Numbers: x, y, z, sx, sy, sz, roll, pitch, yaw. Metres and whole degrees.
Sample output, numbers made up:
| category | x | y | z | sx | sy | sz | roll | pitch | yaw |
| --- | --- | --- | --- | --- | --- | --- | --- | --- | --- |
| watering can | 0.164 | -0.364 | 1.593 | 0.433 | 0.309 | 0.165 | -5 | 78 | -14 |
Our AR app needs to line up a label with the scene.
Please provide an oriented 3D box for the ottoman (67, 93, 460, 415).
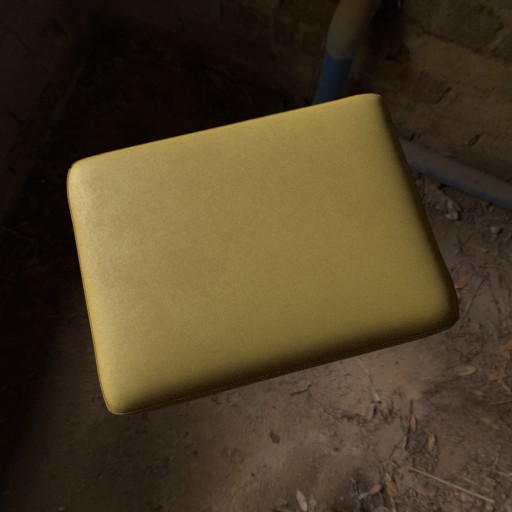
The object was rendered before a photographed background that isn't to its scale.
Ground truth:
| category | x | y | z | sx | sy | sz | roll | pitch | yaw |
| --- | --- | --- | --- | --- | --- | --- | --- | --- | --- |
| ottoman | 0.000 | 0.000 | 1.154 | 0.811 | 0.449 | 0.608 | -14 | 77 | -3 |
